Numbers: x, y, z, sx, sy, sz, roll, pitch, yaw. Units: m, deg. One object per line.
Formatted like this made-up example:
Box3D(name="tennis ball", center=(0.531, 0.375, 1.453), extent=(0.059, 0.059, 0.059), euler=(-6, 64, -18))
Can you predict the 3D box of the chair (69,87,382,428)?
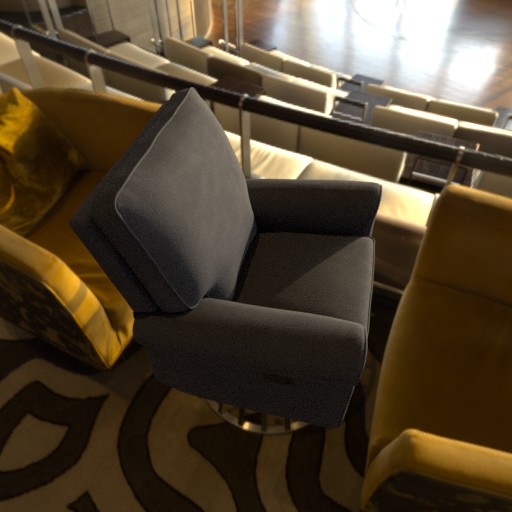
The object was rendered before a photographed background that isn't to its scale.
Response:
Box3D(name="chair", center=(0.000, 0.000, 1.637), extent=(0.878, 0.961, 0.890), euler=(10, 47, 10))
